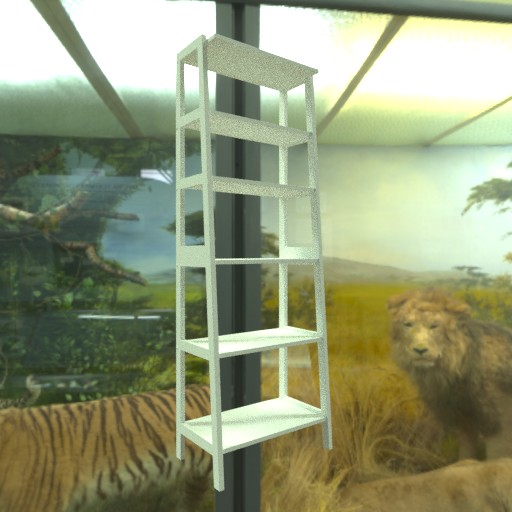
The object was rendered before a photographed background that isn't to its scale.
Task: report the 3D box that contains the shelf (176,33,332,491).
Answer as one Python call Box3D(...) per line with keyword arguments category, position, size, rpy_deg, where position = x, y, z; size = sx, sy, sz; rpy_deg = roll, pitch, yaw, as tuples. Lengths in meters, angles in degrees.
Box3D(category="shelf", position=(0.000, 0.000, 2.125), size=(0.660, 1.892, 0.381), rpy_deg=(0, 0, -37))
